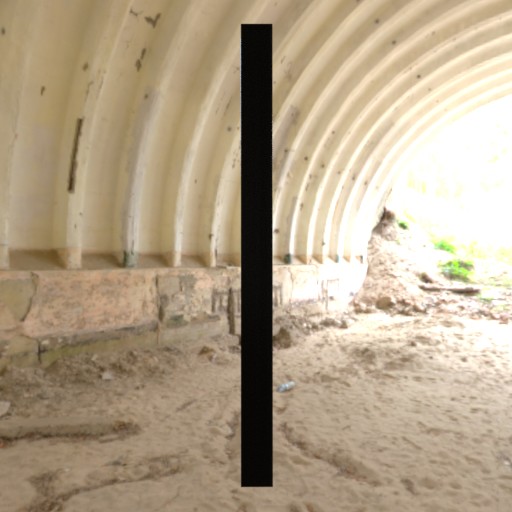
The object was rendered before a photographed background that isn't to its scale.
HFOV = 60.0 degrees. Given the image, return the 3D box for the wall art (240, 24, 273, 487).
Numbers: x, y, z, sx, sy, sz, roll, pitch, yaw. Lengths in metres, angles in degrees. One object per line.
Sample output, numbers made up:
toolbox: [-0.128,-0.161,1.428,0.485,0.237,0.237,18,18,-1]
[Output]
wall art: [0.000,0.000,0.754,0.039,0.553,0.451,0,-1,0]
